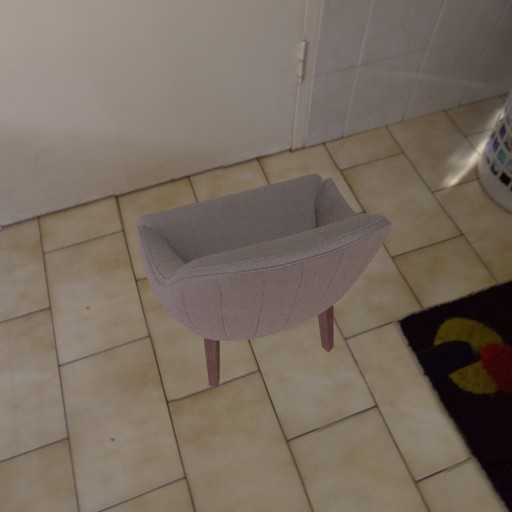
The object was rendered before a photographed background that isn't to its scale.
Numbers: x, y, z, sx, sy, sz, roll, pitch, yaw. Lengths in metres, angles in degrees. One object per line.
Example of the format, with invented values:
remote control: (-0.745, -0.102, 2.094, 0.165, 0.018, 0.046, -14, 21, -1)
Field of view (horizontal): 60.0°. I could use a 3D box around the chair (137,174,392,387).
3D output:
chair: (0.000, 0.000, 1.282, 0.643, 0.889, 0.575, -15, 61, -9)
